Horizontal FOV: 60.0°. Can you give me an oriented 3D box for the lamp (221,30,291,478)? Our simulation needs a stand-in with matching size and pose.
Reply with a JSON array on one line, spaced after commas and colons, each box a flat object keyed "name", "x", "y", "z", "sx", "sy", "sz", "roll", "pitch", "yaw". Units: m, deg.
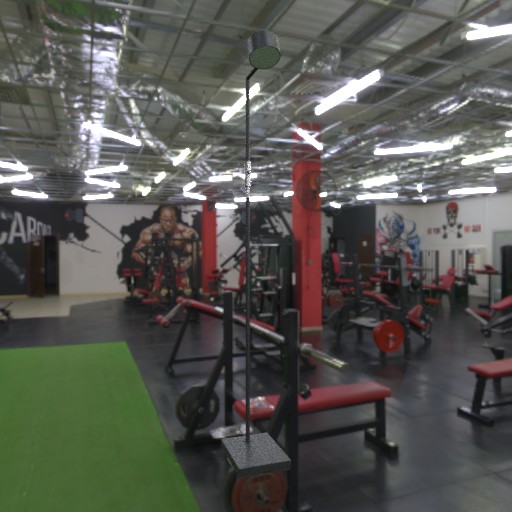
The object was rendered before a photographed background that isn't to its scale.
[{"name": "lamp", "x": 0.000, "y": 0.000, "z": 1.710, "sx": 0.203, "sy": 1.600, "sz": 0.304, "roll": 0, "pitch": 1, "yaw": -19}]
